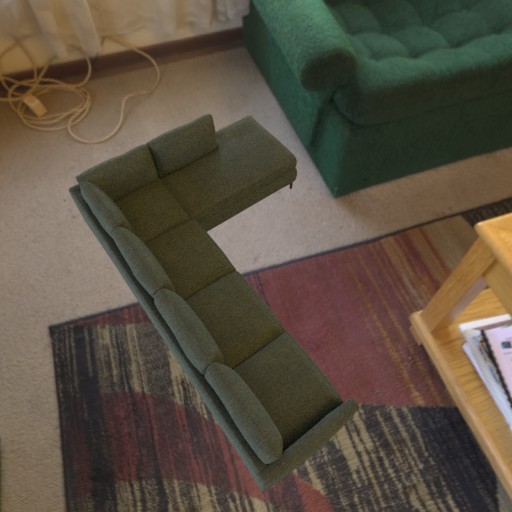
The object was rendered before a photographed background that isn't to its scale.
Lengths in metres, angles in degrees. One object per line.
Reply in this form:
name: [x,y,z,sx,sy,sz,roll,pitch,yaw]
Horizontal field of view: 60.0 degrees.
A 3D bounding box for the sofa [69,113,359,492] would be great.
sofa: [0.000,0.000,3.759,2.007,0.815,2.949,-32,63,-18]
